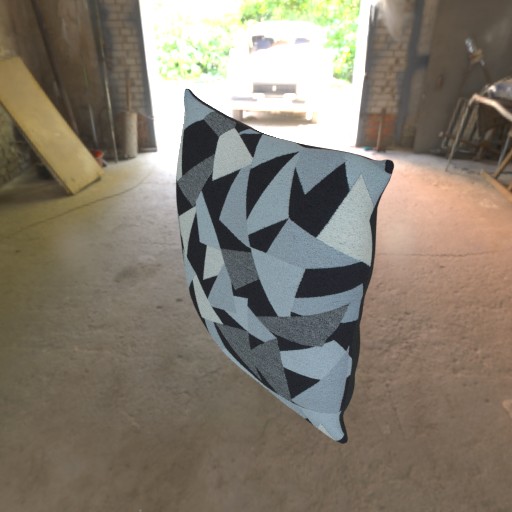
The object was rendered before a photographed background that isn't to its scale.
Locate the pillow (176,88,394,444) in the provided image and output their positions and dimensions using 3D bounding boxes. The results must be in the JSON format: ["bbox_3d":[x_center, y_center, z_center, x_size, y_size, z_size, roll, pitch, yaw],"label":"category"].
[{"bbox_3d":[0.000,0.000,0.785,0.208,0.496,0.503,-20,36,-30],"label":"pillow"}]
